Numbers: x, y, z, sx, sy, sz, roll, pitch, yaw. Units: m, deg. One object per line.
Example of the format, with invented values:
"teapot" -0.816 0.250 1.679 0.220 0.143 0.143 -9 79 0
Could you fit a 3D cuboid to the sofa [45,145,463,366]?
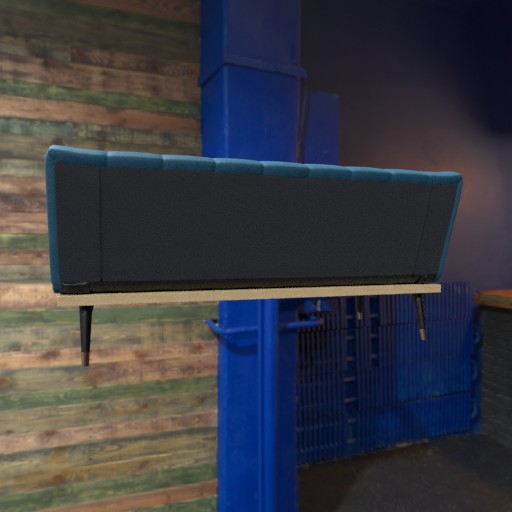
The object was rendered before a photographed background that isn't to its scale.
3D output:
"sofa" 0.000 0.000 2.208 1.810 0.825 0.830 0 1 -18
